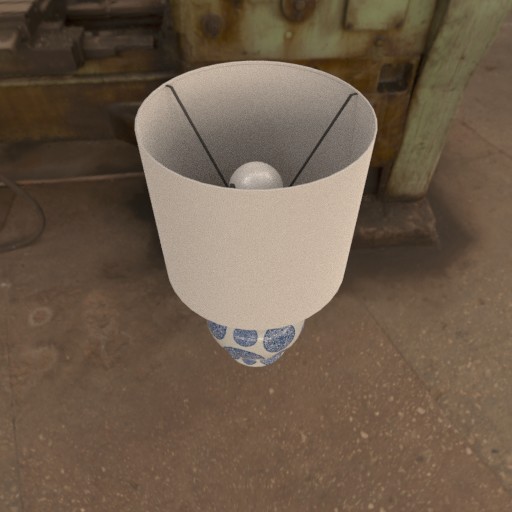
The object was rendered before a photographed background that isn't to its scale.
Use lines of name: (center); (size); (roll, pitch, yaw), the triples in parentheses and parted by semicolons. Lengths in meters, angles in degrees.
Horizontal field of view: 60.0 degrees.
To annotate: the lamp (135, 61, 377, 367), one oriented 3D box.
lamp: (0.000, 0.000, 0.539); (0.215, 0.381, 0.215); (-17, 50, -15)
